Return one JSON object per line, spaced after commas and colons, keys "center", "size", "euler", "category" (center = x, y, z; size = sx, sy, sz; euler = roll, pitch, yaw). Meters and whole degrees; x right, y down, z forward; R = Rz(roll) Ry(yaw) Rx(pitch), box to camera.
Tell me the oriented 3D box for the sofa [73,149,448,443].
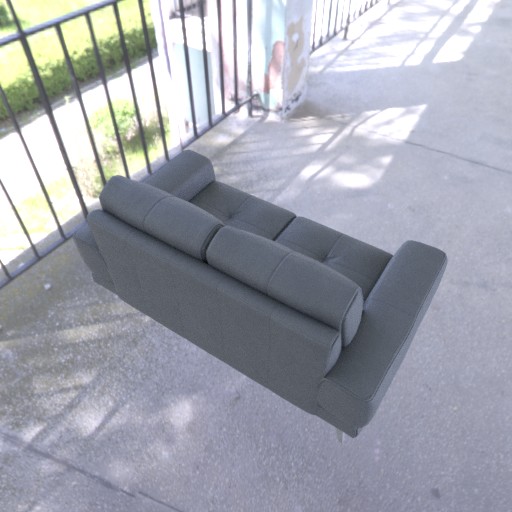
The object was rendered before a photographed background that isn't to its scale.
{"center": [0.000, 0.000, 2.424], "size": [1.806, 0.907, 1.018], "euler": [26, 52, 22], "category": "sofa"}
